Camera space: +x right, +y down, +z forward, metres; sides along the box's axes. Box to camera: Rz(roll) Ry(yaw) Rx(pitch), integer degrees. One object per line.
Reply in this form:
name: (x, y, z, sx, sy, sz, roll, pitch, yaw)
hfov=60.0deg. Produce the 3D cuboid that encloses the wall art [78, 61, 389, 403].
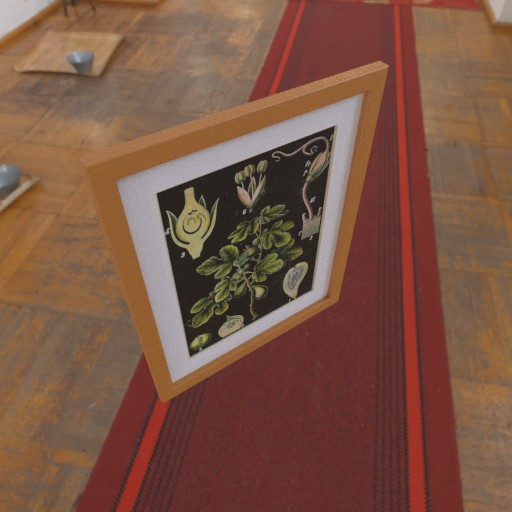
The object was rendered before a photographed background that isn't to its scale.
wall art: (0.000, 0.000, 0.760, 0.452, 0.553, 0.022, -26, 51, -23)
